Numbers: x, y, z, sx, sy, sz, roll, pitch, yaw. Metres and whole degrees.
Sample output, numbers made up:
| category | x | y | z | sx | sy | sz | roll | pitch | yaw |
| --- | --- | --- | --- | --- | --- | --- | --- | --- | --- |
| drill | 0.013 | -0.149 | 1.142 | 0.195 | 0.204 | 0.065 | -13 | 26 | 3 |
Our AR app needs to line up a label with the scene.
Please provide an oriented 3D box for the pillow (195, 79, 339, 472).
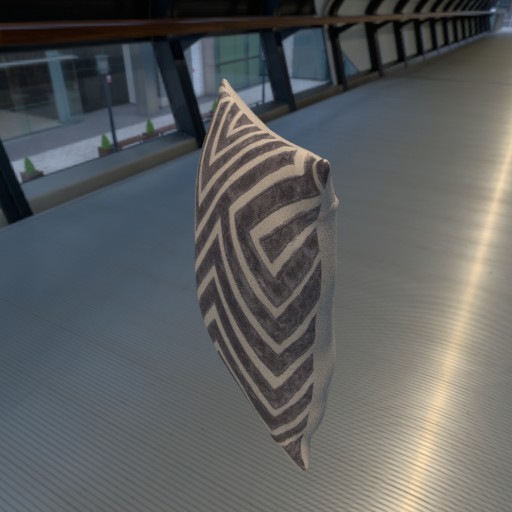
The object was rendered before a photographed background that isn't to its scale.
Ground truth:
| category | x | y | z | sx | sy | sz | roll | pitch | yaw |
| --- | --- | --- | --- | --- | --- | --- | --- | --- | --- |
| pillow | 0.000 | 0.000 | 0.662 | 0.182 | 0.441 | 0.440 | -8 | 31 | -13 |
